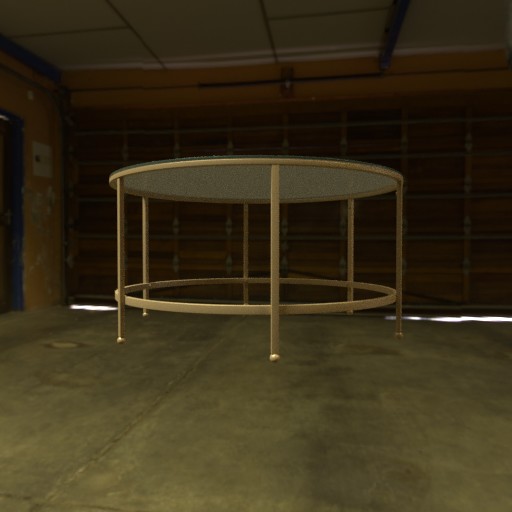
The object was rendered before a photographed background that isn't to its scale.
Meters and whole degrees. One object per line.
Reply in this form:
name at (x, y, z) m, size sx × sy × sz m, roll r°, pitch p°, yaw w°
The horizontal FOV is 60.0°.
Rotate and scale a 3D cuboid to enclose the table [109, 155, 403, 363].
table at (0.000, 0.000, 1.452) m, size 0.914 × 0.470 × 0.914 m, roll 0°, pitch 1°, yaw 0°
